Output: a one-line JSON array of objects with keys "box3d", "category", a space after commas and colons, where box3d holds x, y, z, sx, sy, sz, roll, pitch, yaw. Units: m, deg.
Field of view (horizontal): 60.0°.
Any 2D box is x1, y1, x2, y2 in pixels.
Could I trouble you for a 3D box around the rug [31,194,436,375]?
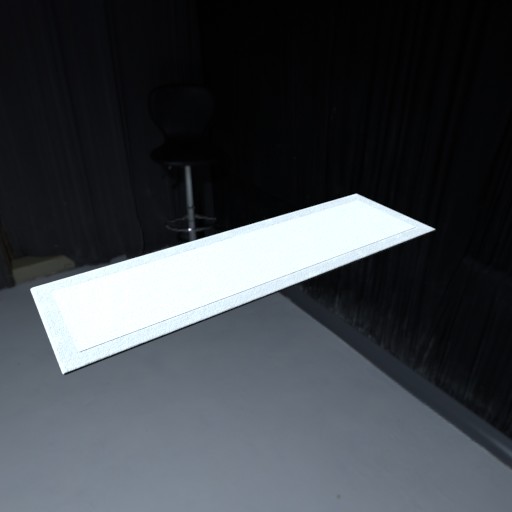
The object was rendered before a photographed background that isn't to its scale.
[{"box3d": [0.000, 0.000, 2.703, 2.430, 0.012, 0.759, -18, 35, -28], "category": "rug"}]
